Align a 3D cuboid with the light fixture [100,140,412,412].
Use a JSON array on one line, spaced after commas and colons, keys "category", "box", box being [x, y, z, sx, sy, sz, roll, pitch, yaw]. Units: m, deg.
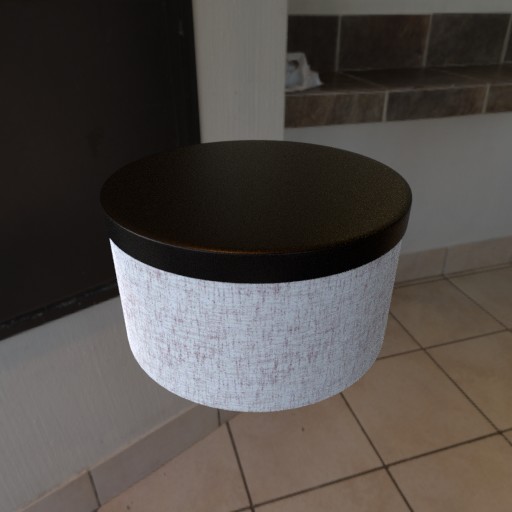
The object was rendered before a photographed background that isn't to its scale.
[{"category": "light fixture", "box": [0.000, 0.000, 0.632, 0.389, 0.229, 0.389, 0, 30, 0]}]
